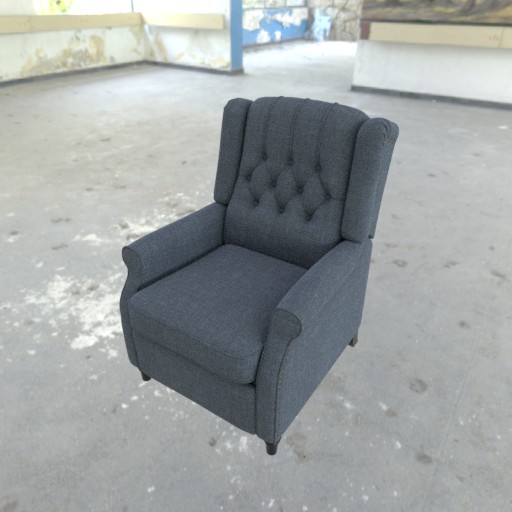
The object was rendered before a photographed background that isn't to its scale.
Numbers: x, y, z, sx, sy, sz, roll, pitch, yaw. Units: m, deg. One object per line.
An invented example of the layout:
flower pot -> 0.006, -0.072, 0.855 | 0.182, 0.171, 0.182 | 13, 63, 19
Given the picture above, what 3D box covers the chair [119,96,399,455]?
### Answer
chair -> 0.000, 0.000, 1.676 | 0.742, 1.035, 0.898 | 19, 36, 29
